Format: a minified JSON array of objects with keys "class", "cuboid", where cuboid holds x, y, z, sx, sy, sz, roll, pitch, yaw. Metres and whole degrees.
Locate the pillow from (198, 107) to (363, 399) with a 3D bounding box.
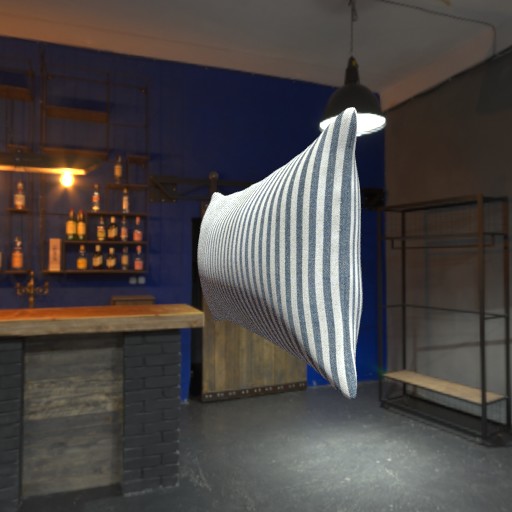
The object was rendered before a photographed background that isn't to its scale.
[{"class":"pillow","cuboid":[0.000,0.000,0.731,0.151,0.295,0.617,0,0,-18]}]
